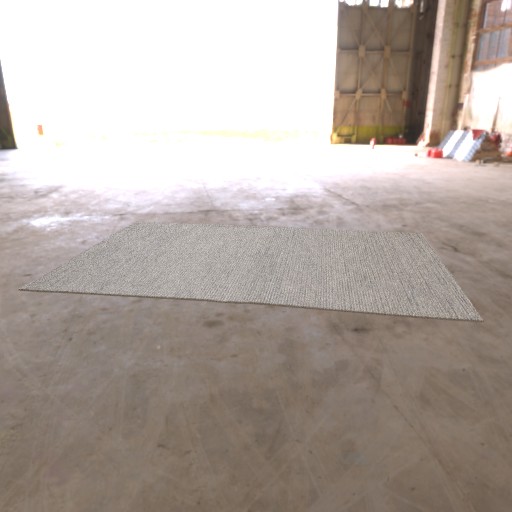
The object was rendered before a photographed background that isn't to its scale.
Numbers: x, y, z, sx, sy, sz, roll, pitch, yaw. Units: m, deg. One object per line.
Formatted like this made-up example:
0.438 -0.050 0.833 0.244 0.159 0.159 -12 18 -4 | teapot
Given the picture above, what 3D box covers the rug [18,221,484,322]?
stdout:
0.000 0.000 2.217 1.804 0.022 1.162 3 19 9 | rug
